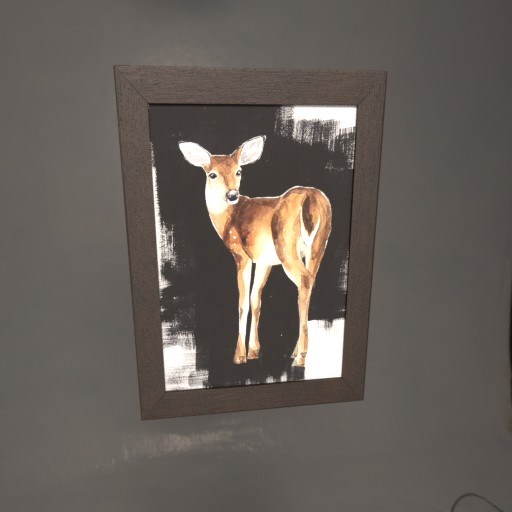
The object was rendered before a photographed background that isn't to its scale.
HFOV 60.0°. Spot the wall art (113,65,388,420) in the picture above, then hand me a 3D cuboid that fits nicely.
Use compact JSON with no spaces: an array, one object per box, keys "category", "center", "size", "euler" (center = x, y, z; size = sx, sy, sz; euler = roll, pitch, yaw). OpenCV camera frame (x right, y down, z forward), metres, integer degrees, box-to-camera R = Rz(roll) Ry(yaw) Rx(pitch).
[{"category":"wall art","center":[0.000,0.000,0.646],"size":[0.359,0.508,0.013],"euler":[-2,16,-8]}]
